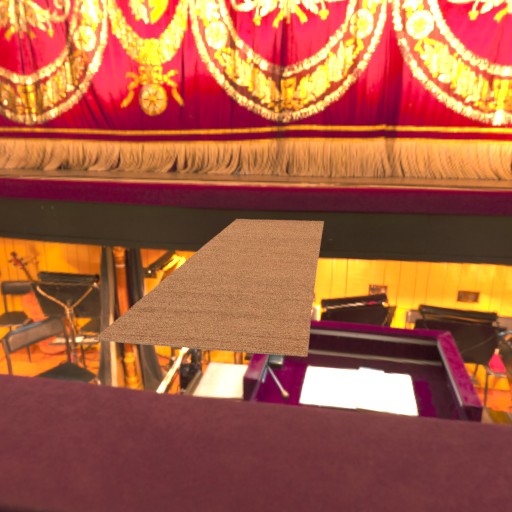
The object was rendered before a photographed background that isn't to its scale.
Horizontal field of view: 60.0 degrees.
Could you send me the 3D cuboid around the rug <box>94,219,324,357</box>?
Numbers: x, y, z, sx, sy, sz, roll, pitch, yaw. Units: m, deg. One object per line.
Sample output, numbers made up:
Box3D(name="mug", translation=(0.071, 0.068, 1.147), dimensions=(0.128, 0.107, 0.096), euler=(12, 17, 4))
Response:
Box3D(name="rug", translation=(0.000, 0.000, 2.608), dimensions=(0.741, 0.014, 2.390), euler=(3, 15, 9))
